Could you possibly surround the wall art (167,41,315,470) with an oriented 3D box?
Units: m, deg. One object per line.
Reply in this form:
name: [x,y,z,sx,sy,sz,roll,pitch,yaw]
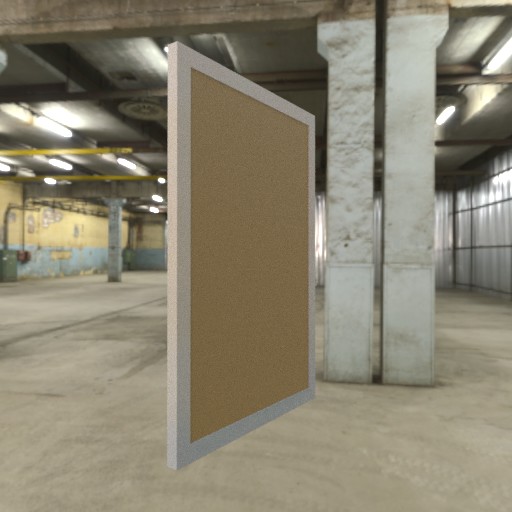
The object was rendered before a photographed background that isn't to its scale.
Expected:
wall art: [0.000,0.000,1.498,0.038,1.143,0.764,0,-1,36]
